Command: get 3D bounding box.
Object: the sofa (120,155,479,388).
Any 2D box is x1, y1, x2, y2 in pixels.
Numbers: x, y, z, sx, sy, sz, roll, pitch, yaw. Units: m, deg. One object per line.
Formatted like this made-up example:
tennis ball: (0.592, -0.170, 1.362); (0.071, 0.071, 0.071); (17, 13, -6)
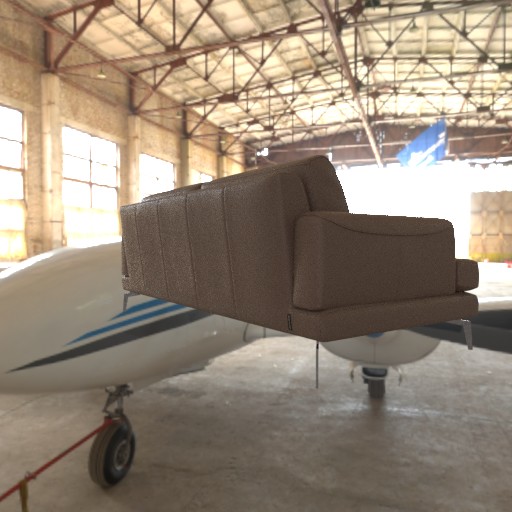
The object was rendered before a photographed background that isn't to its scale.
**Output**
sofa: (0.000, 0.000, 2.372); (0.974, 0.765, 1.940); (-1, 2, -35)
